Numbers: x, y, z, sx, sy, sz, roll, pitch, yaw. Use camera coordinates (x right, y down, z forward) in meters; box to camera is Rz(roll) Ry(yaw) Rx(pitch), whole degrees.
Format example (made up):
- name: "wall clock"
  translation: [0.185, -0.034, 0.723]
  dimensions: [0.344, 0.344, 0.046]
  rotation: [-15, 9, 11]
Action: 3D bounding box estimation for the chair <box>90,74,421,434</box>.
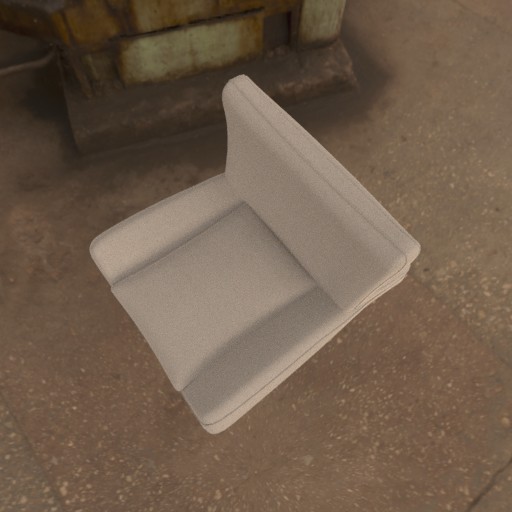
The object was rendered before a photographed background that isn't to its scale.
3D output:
- name: "chair"
  translation: [0.000, 0.000, 1.662]
  dimensions: [1.008, 0.855, 0.859]
  rotation: [-34, 69, -15]
